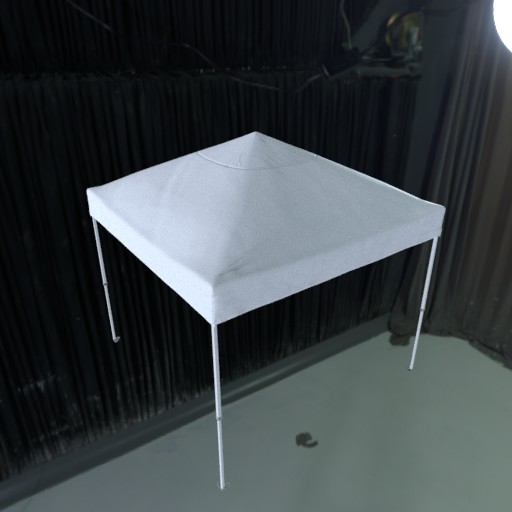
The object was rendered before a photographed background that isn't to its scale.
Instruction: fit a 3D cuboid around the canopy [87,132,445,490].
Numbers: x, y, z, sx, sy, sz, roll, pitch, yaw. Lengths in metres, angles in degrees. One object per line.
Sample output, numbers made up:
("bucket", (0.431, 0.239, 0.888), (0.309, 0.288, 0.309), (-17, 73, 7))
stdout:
("canopy", (0.000, 0.000, 5.458), (2.998, 2.997, 2.996), (-18, 31, -32))
